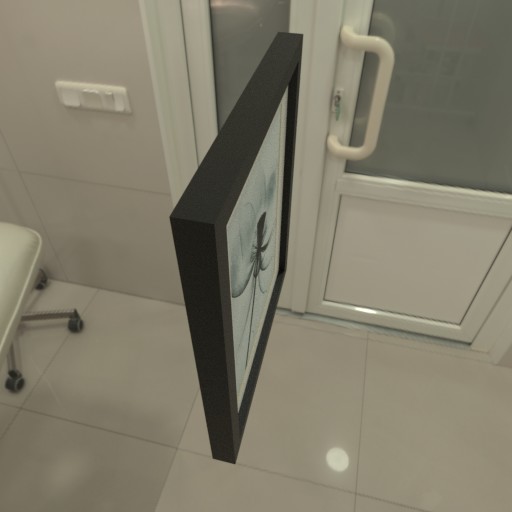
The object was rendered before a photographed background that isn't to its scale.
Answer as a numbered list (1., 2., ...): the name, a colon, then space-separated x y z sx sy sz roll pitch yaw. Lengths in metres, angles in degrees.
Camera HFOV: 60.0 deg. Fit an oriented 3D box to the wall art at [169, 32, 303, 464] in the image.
1. wall art: 0.000 0.000 0.514 0.029 0.381 0.330 10 46 10
